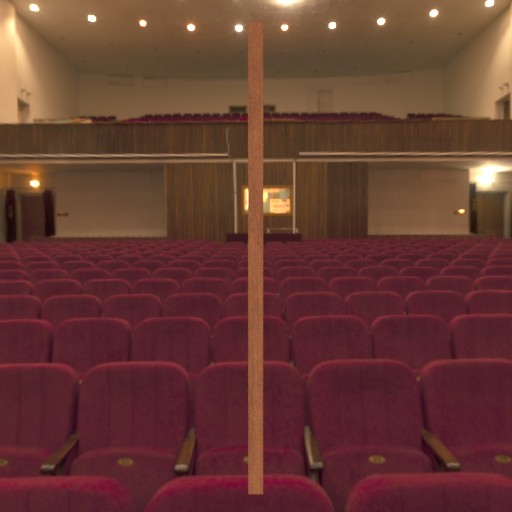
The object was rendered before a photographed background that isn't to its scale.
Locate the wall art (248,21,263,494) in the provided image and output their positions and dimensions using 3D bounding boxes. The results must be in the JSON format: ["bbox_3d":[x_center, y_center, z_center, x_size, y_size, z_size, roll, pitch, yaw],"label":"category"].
[{"bbox_3d":[0.000,0.000,0.815,0.020,0.613,0.481,0,2,0],"label":"wall art"}]
